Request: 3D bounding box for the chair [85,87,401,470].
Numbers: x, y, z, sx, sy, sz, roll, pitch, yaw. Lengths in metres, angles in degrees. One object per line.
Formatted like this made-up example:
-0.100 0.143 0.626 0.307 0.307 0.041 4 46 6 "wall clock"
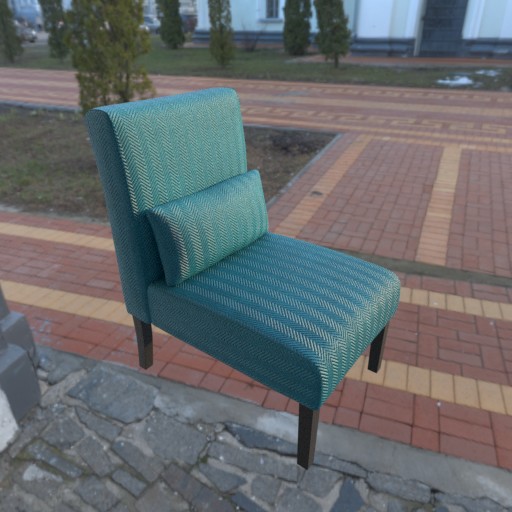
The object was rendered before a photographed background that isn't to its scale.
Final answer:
0.000 0.000 1.437 0.808 0.927 0.579 19 34 32 "chair"
